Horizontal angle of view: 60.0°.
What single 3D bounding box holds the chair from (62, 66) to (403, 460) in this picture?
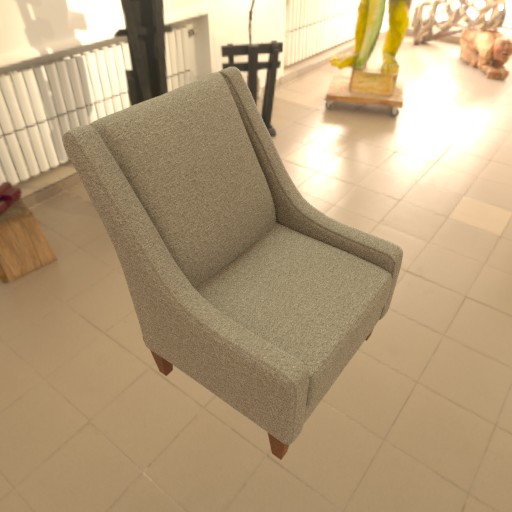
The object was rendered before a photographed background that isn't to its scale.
[{"bbox_3d":[0.000,0.000,1.611,0.870,1.016,0.774,26,46,28],"label":"chair"}]
